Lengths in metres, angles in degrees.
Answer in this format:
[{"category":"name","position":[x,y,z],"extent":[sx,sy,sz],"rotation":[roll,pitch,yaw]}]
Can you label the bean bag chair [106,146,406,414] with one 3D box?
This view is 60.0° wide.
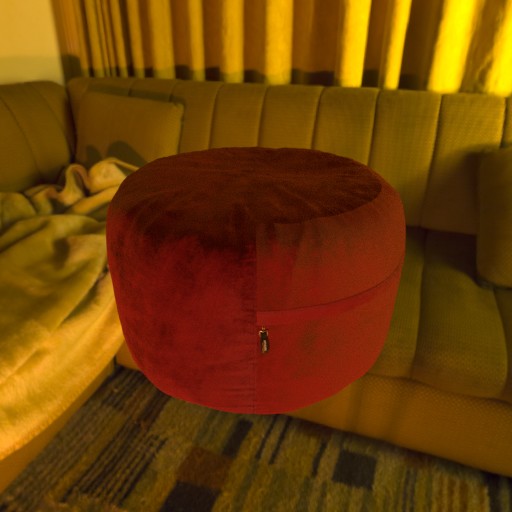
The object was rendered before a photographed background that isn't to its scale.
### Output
[{"category":"bean bag chair","position":[0.000,0.000,1.931],"extent":[1.219,0.762,1.219],"rotation":[0,27,0]}]
